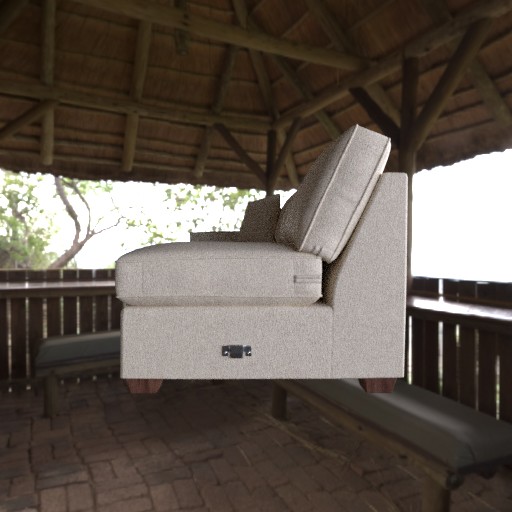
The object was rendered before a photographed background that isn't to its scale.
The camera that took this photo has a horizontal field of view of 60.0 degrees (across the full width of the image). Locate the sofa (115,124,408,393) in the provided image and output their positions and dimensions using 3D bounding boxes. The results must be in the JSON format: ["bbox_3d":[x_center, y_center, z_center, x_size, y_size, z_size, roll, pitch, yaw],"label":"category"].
[{"bbox_3d":[0.000,0.000,2.481,1.034,0.946,1.962,0,1,-1],"label":"sofa"}]
